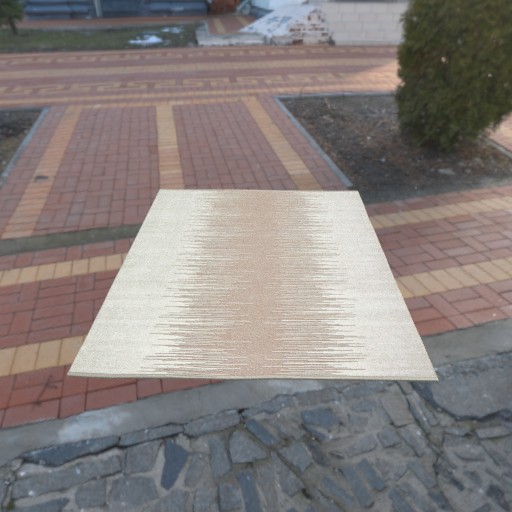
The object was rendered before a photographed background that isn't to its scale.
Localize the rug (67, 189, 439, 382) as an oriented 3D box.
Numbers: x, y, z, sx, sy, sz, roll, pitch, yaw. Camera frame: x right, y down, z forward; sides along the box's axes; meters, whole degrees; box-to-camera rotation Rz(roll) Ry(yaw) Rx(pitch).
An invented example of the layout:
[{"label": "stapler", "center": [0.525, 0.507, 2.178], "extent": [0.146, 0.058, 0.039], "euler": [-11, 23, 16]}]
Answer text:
[{"label": "rug", "center": [0.000, 0.000, 4.175], "extent": [2.438, 0.013, 3.048], "euler": [1, 32, 1]}]
